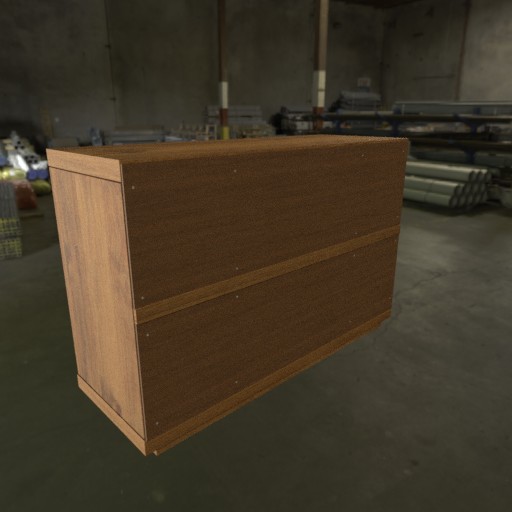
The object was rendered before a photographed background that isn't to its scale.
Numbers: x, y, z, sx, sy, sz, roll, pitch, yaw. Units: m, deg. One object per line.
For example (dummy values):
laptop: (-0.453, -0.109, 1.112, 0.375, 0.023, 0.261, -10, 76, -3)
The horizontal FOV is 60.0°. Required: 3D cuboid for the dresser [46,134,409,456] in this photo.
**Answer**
dresser: (0.000, 0.000, 1.660, 1.261, 0.825, 0.479, -16, 24, -41)
